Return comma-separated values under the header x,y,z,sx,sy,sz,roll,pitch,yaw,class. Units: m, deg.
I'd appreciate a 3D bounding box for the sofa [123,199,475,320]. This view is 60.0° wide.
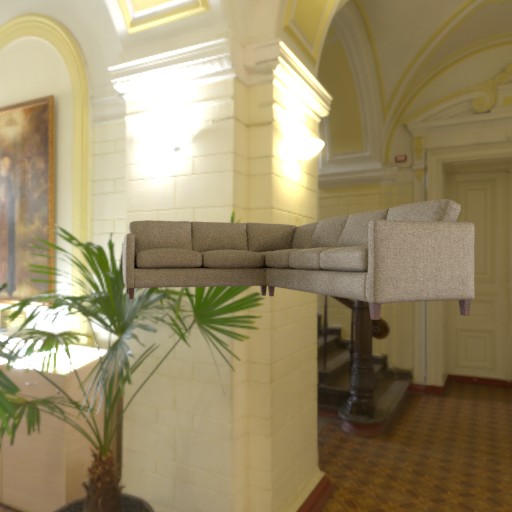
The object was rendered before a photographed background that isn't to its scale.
x,y,z,sx,sy,sz,roll,pitch,yaw,class
0.000,0.000,4.577,2.593,0.947,3.302,0,-1,-18,sofa
